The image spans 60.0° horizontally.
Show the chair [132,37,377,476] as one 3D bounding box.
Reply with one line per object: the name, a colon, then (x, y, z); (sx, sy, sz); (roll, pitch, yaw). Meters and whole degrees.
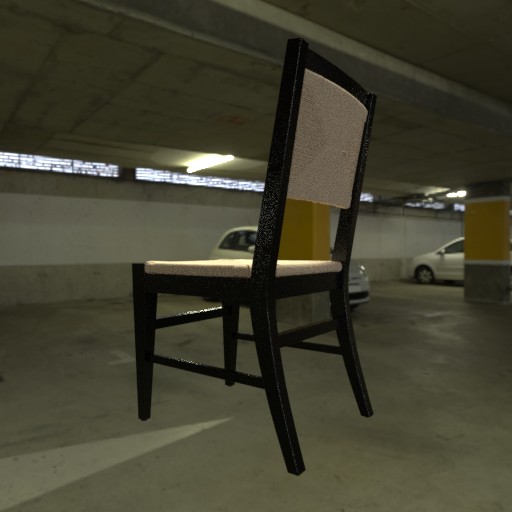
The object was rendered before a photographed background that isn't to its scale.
chair: (0.000, 0.000, 1.257); (0.552, 0.927, 0.437); (1, 1, 36)
